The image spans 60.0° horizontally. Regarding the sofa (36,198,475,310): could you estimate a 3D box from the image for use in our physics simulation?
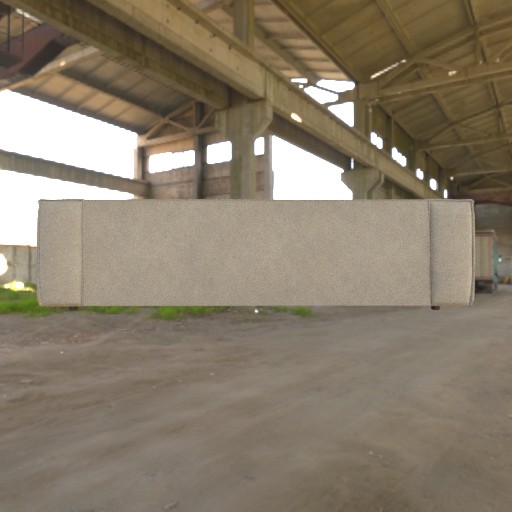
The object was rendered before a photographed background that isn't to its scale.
[{"bbox_3d":[0.000,0.000,3.143,2.697,0.680,1.038,0,-1,-1],"label":"sofa"}]
